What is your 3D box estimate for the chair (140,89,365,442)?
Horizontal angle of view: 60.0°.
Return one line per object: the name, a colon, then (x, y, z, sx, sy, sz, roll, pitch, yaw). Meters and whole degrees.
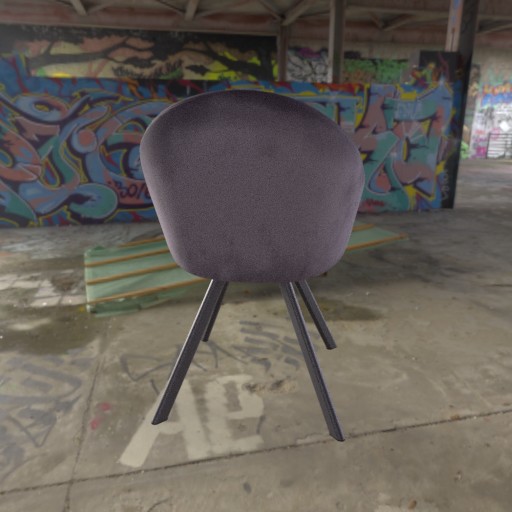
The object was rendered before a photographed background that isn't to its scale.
chair: (0.000, 0.000, 1.183, 0.550, 0.795, 0.590, 2, 16, 7)
